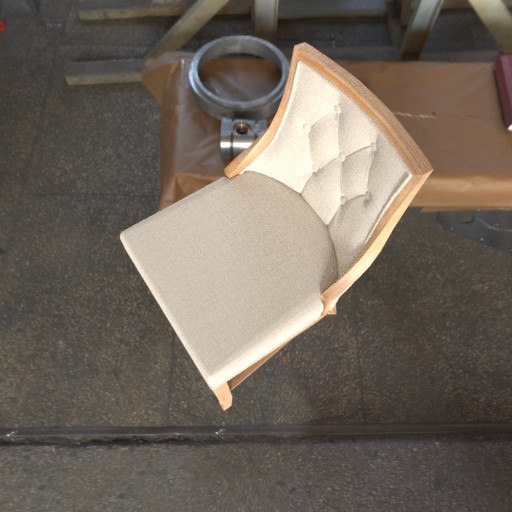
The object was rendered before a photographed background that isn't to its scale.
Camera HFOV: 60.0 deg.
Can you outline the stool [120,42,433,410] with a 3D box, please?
[{"bbox_3d":[0.000,0.000,1.318,0.626,0.938,0.524,-31,69,-13],"label":"stool"}]
